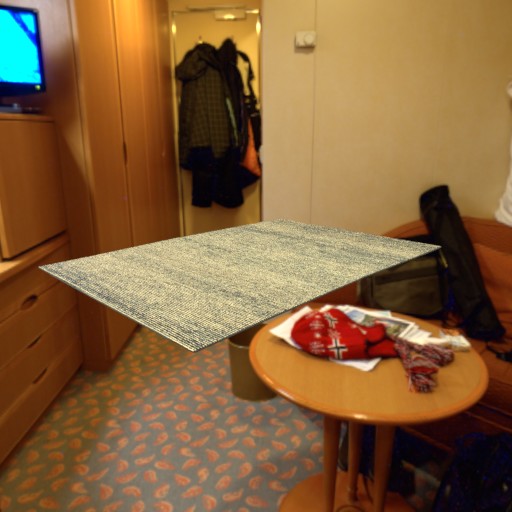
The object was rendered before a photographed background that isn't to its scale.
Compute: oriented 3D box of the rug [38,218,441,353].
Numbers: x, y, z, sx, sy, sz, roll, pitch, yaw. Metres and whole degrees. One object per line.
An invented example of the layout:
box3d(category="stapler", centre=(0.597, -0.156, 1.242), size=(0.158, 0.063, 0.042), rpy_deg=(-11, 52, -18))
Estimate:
box3d(category="rug", centre=(0.000, 0.000, 3.092), size=(1.624, 0.030, 2.349), rpy_deg=(15, 21, 43))
